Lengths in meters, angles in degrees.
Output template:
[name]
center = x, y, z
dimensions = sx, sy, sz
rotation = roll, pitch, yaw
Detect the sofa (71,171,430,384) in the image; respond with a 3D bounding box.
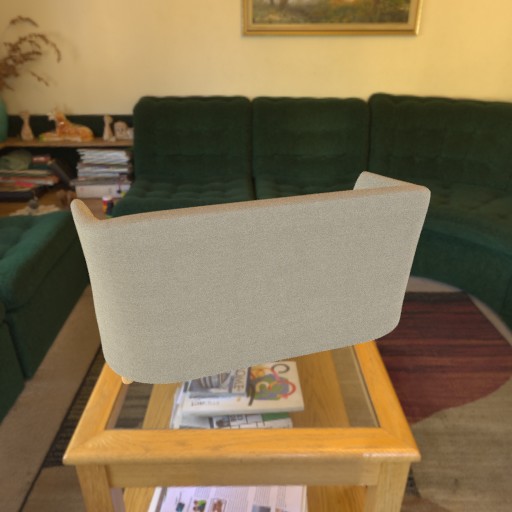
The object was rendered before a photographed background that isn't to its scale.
[sofa]
center = 0.000, 0.000, 1.911
dimensions = 1.452, 0.721, 0.705
rotation = -8, 27, -16
